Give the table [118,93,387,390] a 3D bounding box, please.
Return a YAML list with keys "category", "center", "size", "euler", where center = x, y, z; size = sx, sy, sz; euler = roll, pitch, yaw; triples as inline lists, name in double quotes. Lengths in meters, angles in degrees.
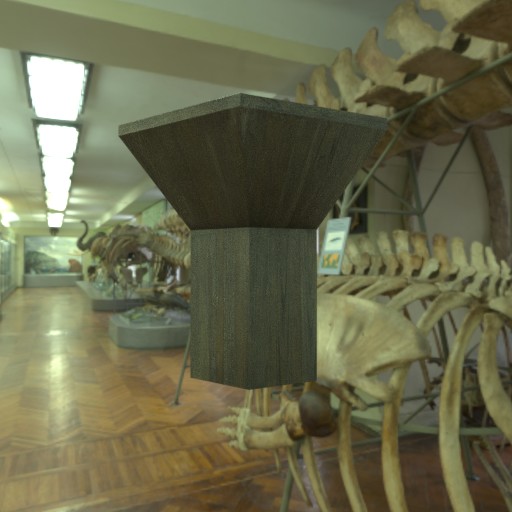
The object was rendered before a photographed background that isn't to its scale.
- category: "table"
  center: [0.000, 0.000, 1.140]
  size: [0.683, 0.586, 0.592]
  euler: [0, 0, 35]
